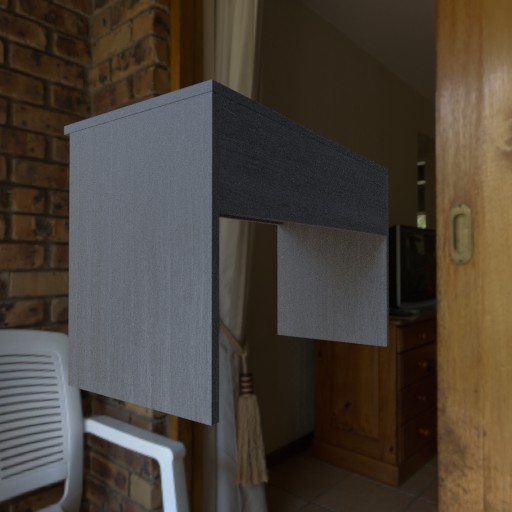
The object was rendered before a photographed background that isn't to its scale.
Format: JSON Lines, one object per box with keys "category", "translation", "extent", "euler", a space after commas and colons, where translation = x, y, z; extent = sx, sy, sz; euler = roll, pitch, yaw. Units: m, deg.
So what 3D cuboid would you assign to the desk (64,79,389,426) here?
{"category": "desk", "translation": [0.000, 0.000, 1.541], "extent": [0.557, 0.729, 1.099], "euler": [-1, -1, 36]}
